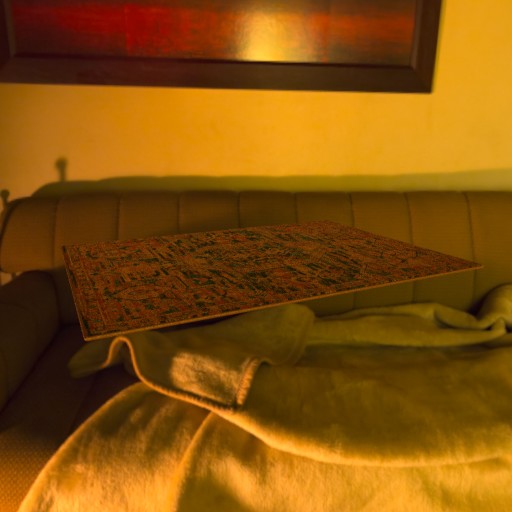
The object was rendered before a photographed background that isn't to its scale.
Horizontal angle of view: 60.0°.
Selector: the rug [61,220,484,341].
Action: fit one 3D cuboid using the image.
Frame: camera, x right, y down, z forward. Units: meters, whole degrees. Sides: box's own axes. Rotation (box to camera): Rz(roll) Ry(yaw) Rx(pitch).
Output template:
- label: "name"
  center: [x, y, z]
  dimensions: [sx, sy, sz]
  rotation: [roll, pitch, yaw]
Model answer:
- label: "rug"
  center: [0.000, 0.000, 2.816]
  dimensions: [2.204, 0.024, 1.588]
  rotation: [-7, 17, -25]
